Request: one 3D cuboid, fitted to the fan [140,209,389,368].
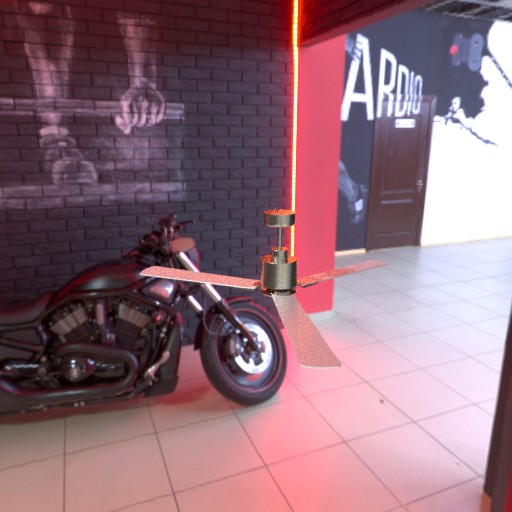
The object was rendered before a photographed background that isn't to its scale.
[{"bbox_3d":[0.000,0.000,2.339,1.531,0.446,1.561,3,15,10],"label":"fan"}]
